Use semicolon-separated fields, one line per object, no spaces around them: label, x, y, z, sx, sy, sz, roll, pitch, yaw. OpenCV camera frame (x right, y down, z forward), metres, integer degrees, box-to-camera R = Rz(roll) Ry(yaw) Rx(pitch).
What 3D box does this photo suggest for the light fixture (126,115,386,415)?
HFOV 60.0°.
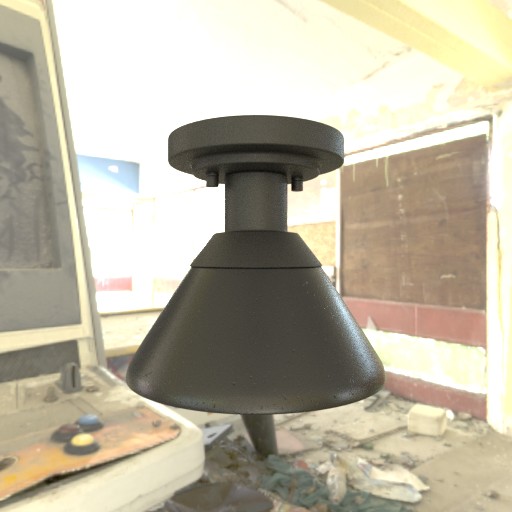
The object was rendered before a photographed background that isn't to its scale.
light fixture;0.000;0.000;0.355;0.200;0.183;0.200;0;0;0
